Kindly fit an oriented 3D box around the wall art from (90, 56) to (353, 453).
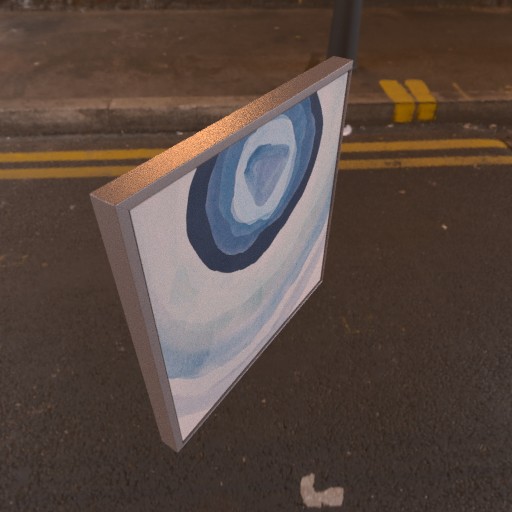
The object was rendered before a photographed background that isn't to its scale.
[{"bbox_3d":[0.000,0.000,0.512,0.028,0.349,0.349,25,47,26],"label":"wall art"}]
